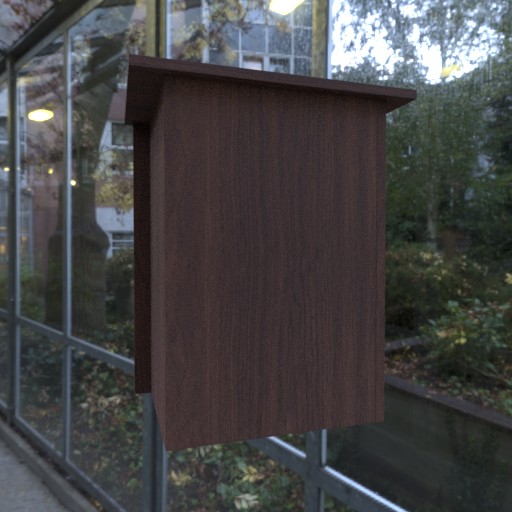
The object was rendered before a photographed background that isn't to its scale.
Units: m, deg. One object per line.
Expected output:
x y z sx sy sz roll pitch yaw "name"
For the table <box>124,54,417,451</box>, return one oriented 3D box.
0.000 0.000 1.055 0.589 0.711 0.406 0 1 -18 "table"
